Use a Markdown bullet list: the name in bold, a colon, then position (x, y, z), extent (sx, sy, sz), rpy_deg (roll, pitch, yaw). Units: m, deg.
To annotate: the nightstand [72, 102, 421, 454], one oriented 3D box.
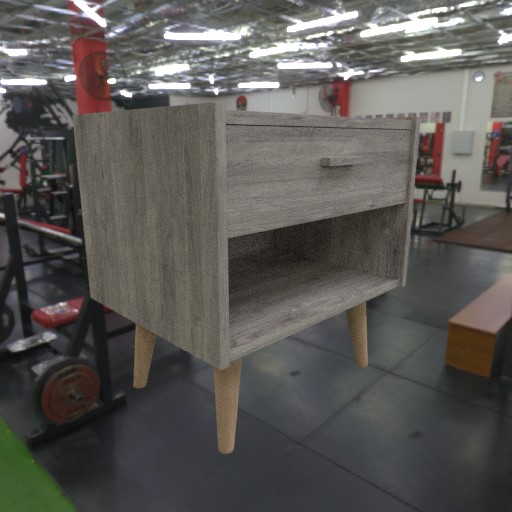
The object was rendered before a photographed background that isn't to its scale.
- **nightstand**: position (0.000, 0.000, 0.829), extent (0.480, 0.500, 0.380), rpy_deg (-14, 20, -43)
